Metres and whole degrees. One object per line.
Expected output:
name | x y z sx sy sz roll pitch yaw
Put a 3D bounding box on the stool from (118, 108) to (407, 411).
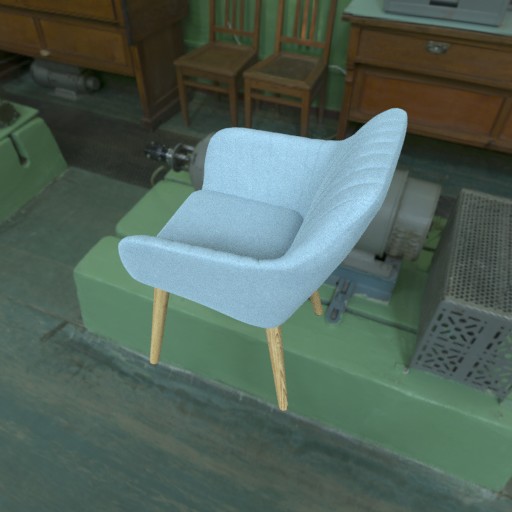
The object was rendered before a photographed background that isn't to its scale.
stool | 0.000 0.000 1.202 0.590 0.830 0.503 16 48 15
